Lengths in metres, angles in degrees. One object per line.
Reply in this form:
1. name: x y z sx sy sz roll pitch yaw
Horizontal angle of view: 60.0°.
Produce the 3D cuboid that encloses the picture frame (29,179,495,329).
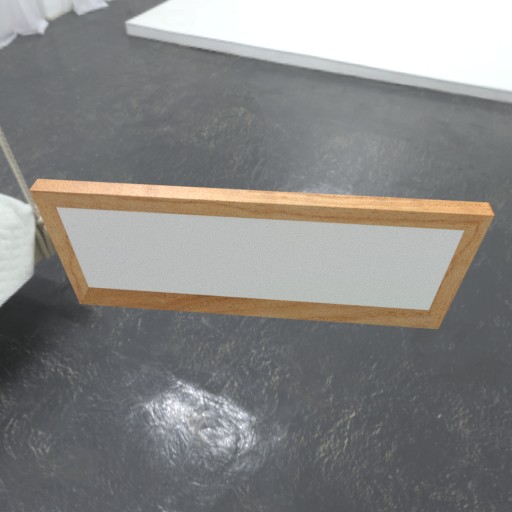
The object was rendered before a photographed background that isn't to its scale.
1. picture frame: 0.000 0.000 0.651 0.582 0.234 0.045 4 45 4
